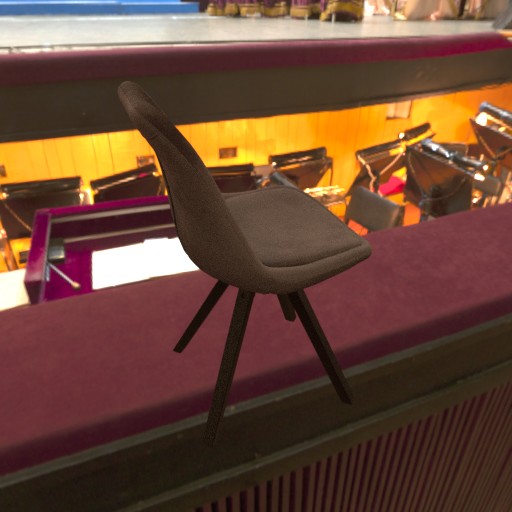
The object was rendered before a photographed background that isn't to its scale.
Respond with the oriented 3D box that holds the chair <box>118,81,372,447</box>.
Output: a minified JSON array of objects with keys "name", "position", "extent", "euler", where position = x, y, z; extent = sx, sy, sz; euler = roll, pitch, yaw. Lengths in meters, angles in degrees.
[{"name":"chair","position":[0.000,0.000,1.153],"extent":[0.550,0.850,0.476],"euler":[-11,33,-18]}]
